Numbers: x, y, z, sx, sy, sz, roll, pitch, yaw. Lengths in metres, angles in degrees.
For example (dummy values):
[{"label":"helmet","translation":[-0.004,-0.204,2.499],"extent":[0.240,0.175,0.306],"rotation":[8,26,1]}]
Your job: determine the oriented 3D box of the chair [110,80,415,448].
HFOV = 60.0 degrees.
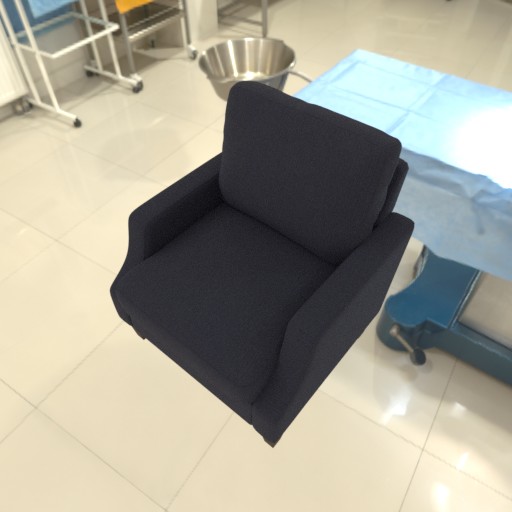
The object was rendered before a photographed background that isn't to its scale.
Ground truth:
[{"label":"chair","translation":[0.000,0.000,1.681],"extent":[0.855,0.991,0.897],"rotation":[31,55,25]}]
